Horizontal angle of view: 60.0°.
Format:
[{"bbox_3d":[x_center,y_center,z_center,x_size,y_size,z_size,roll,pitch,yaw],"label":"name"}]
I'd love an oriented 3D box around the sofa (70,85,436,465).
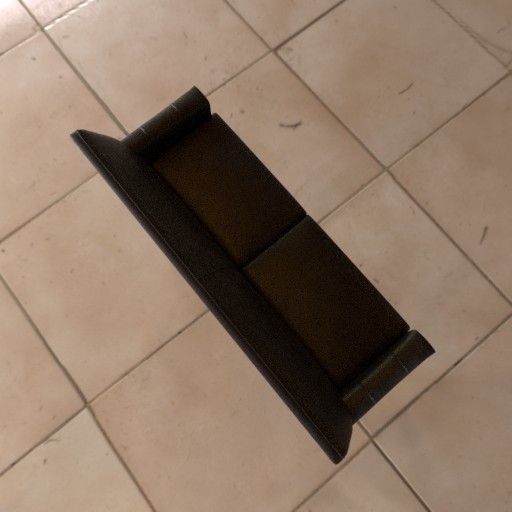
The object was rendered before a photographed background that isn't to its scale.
[{"bbox_3d":[0.000,0.000,2.582,0.805,0.947,2.053,-39,79,-9],"label":"sofa"}]
